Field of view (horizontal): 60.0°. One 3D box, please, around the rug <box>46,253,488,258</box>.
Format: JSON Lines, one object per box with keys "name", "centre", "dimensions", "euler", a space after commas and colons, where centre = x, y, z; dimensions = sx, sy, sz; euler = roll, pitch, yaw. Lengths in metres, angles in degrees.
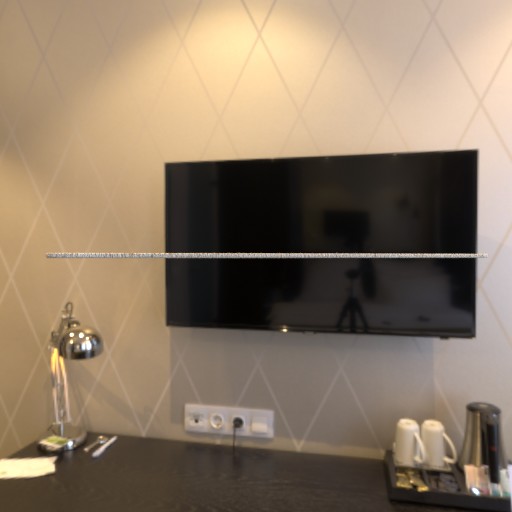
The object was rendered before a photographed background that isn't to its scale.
{"name": "rug", "centre": [0.000, 0.000, 3.363], "dimensions": [2.698, 0.025, 1.798], "euler": [0, 0, -18]}
